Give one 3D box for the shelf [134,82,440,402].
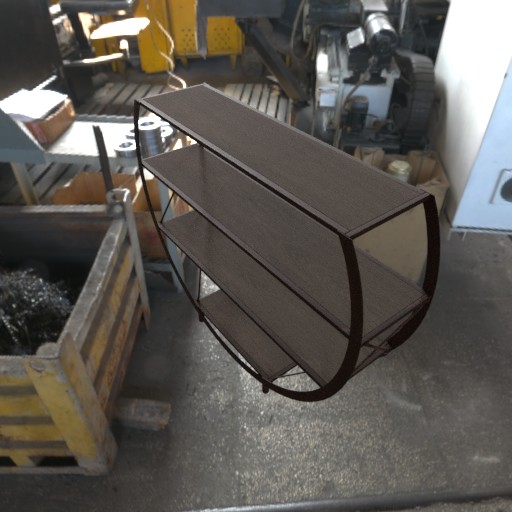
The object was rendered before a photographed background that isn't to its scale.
[{"bbox_3d":[0.000,0.000,1.880,0.344,1.063,1.403,-26,46,-28],"label":"shelf"}]
